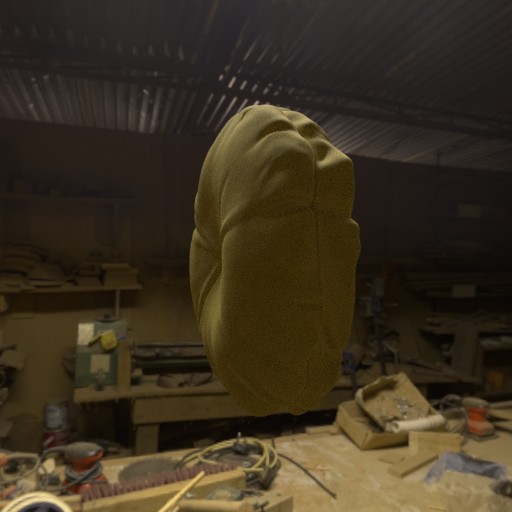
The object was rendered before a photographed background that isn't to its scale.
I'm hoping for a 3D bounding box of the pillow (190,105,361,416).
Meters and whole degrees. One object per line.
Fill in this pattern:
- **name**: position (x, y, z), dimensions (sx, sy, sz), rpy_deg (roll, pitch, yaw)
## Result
- **pillow**: position (0.000, 0.000, 0.632), dimensions (0.148, 0.407, 0.428), rpy_deg (0, -1, -19)
